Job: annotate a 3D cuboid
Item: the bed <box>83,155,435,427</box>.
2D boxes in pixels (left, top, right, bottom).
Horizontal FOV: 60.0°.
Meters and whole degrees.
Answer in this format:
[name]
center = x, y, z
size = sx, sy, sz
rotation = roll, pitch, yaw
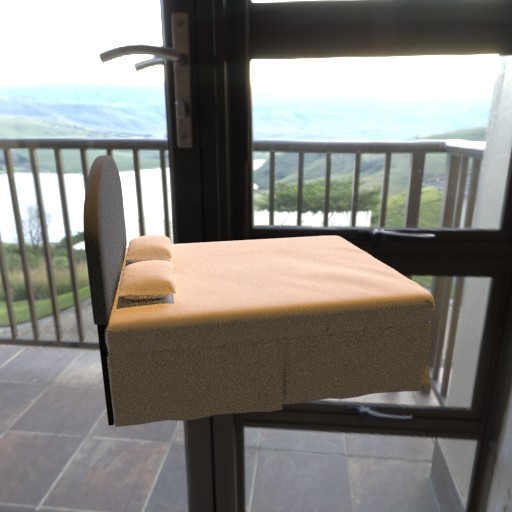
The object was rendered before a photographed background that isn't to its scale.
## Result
[bed]
center = 0.000, 0.000, 3.120
size = 2.005, 1.410, 1.607
rotation = -4, 17, -12
